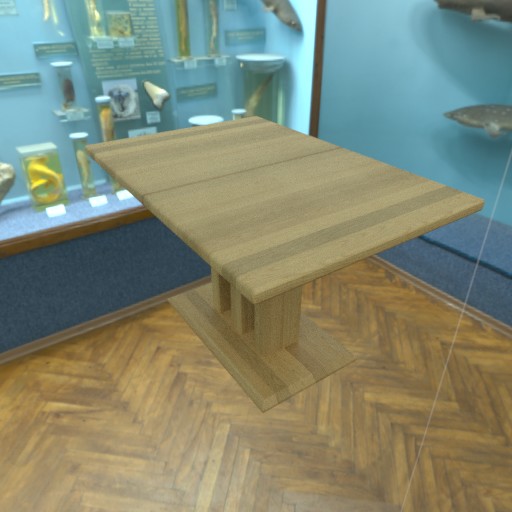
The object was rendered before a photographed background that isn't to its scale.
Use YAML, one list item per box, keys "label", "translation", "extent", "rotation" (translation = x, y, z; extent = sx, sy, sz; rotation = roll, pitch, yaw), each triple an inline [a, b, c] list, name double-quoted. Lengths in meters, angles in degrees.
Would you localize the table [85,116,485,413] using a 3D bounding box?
- label: "table"
  translation: [0.000, 0.000, 1.859]
  extent: [0.900, 0.770, 1.300]
  rotation: [-20, 36, -29]
